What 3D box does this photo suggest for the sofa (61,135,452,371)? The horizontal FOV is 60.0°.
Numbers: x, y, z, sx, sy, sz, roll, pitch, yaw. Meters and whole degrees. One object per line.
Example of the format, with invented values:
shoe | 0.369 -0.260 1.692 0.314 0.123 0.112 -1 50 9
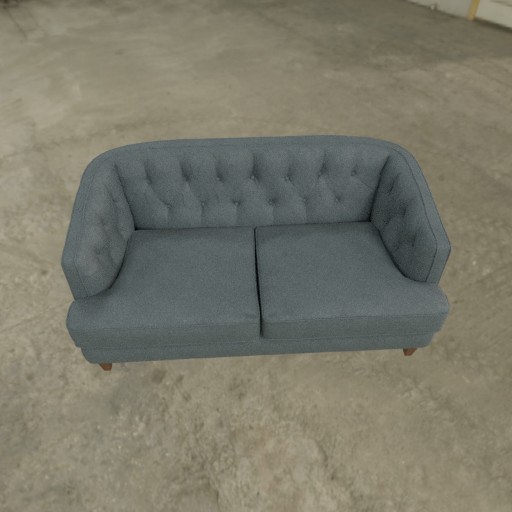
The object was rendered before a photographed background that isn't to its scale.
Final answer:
sofa | 0.000 0.000 2.292 1.733 0.855 0.941 -2 45 -2
